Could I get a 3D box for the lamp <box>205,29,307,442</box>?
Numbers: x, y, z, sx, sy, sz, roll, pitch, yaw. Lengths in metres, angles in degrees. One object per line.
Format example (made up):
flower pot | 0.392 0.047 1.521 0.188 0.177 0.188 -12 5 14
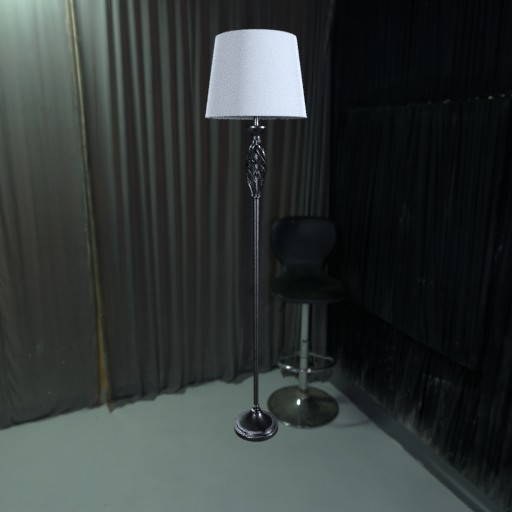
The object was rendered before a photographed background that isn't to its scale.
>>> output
lamp | 0.000 0.000 1.810 0.379 1.623 0.379 0 15 0
